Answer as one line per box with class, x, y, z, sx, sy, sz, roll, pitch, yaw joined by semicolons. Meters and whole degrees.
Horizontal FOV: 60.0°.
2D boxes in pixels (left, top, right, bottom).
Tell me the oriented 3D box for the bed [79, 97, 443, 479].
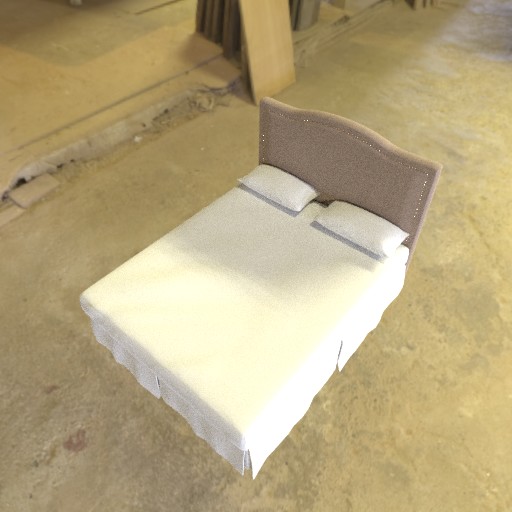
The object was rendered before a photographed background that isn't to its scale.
bed;0.000;0.000;3.482;1.821;1.436;2.282;31;53;27
